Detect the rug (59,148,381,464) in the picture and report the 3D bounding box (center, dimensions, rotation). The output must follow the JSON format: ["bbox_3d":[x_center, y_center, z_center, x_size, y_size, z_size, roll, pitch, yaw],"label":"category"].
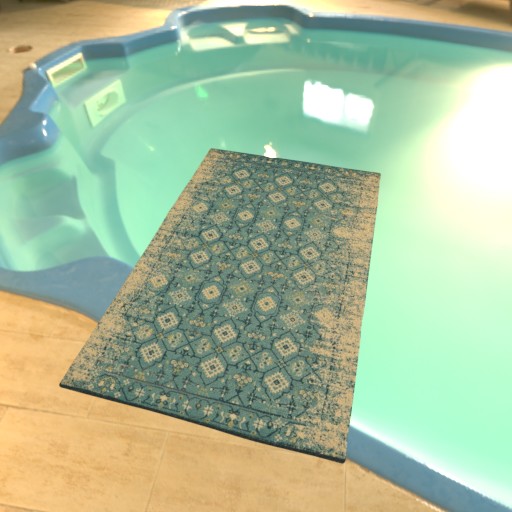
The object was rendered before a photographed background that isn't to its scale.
[{"bbox_3d":[0.000,0.000,3.040,1.530,0.015,2.449,11,46,11],"label":"rug"}]
